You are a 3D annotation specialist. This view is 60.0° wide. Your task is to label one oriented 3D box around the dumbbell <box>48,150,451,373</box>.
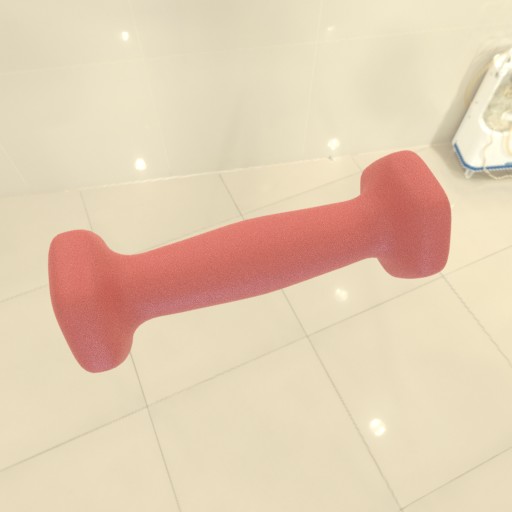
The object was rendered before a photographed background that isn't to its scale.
[{"bbox_3d":[0.000,0.000,0.146,0.123,0.043,0.047,-15,60,-9],"label":"dumbbell"}]
